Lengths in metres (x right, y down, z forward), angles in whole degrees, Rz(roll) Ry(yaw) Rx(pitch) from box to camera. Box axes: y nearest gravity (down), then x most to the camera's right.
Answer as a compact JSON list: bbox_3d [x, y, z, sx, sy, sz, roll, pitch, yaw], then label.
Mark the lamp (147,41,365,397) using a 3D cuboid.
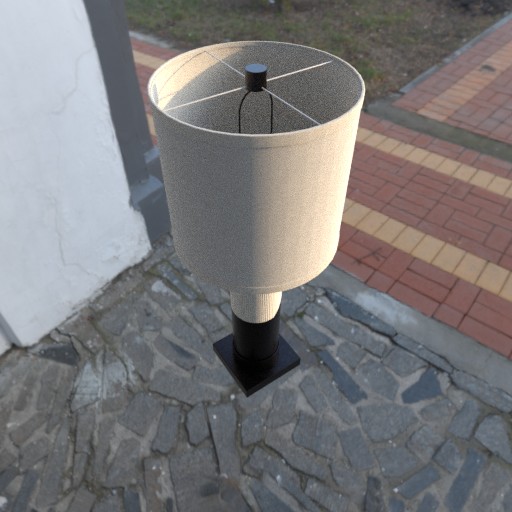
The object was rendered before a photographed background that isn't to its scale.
[{"bbox_3d":[0.000,0.000,0.604,0.211,0.509,0.211,-26,51,-23],"label":"lamp"}]
